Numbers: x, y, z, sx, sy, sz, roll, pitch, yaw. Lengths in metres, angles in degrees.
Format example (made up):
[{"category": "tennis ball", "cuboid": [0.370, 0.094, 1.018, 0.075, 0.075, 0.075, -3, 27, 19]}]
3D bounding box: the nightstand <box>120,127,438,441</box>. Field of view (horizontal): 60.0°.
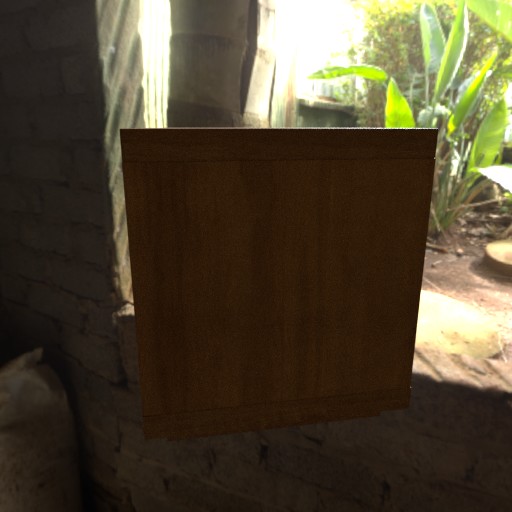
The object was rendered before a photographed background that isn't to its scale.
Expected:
[{"category": "nightstand", "cuboid": [0.000, 0.000, 0.883, 0.436, 0.491, 0.493, -3, 16, -10]}]
